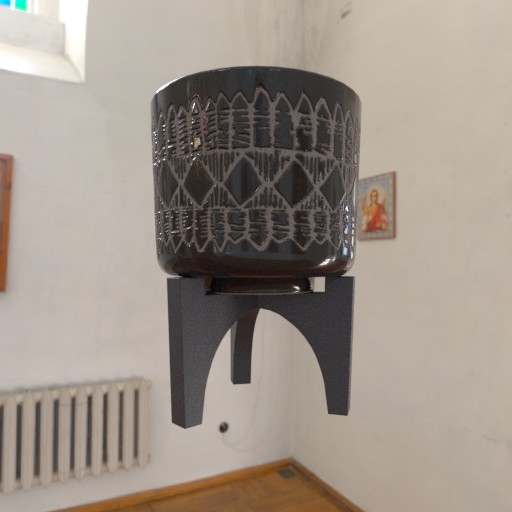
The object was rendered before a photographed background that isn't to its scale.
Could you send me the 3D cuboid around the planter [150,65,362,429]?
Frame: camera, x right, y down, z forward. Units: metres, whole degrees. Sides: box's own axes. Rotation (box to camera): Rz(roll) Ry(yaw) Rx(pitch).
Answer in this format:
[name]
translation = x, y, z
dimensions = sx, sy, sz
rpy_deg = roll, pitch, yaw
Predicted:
[planter]
translation = 0.000, 0.000, 0.536
dimensions = 0.251, 0.355, 0.251
rpy_deg = 0, -1, 17
